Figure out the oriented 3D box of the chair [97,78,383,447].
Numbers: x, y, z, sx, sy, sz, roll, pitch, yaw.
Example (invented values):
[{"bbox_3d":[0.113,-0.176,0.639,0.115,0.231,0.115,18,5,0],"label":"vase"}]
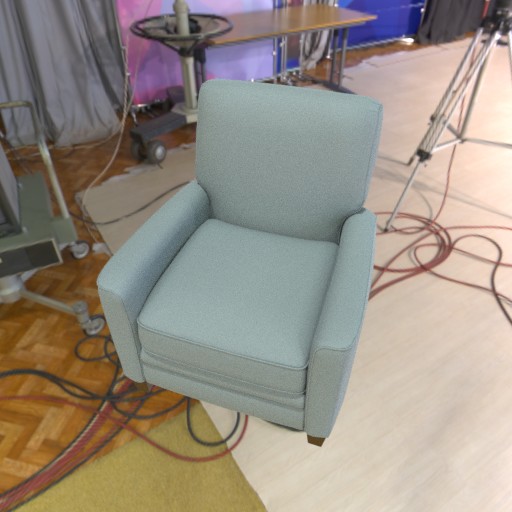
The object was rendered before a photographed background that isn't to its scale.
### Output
[{"bbox_3d":[0.000,0.000,1.642,0.853,1.007,0.846,12,42,14],"label":"chair"}]
